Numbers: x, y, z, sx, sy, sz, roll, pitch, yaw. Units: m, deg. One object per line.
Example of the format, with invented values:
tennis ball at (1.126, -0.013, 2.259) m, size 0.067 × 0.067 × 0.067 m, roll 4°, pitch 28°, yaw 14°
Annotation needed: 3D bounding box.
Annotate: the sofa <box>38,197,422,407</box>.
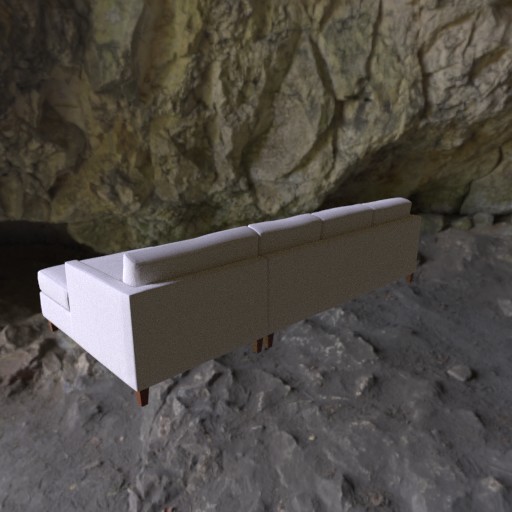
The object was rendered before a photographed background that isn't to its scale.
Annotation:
sofa at (0.000, 0.000, 4.219) m, size 3.471 × 0.954 × 1.599 m, roll -15°, pitch 21°, yaw -42°
